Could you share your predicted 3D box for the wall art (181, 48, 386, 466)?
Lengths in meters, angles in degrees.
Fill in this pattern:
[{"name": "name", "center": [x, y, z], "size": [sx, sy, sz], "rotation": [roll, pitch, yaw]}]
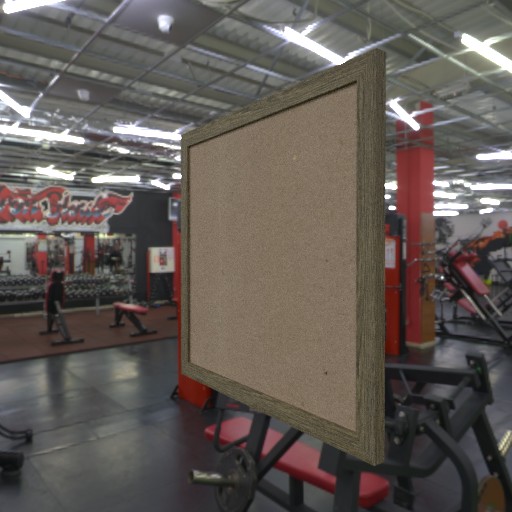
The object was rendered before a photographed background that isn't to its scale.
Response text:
[{"name": "wall art", "center": [0.000, 0.000, 0.746], "size": [0.019, 0.508, 0.508], "rotation": [-1, 1, -37]}]
